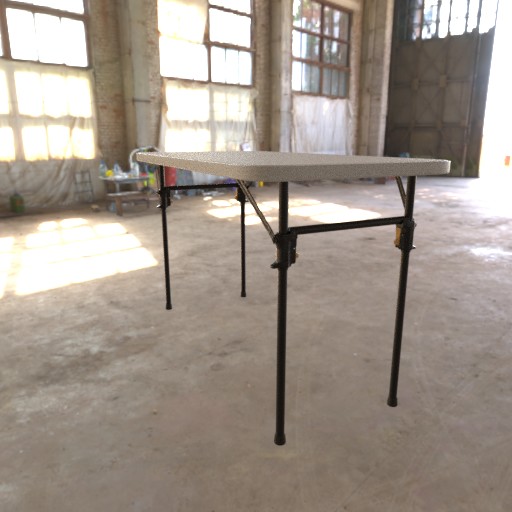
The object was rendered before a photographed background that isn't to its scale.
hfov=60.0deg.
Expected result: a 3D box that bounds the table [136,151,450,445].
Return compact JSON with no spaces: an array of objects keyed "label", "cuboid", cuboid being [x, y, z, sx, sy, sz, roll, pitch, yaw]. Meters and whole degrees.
[{"label":"table","cuboid":[0.000,0.000,1.645,0.610,0.729,1.219,-7,16,-25]}]
